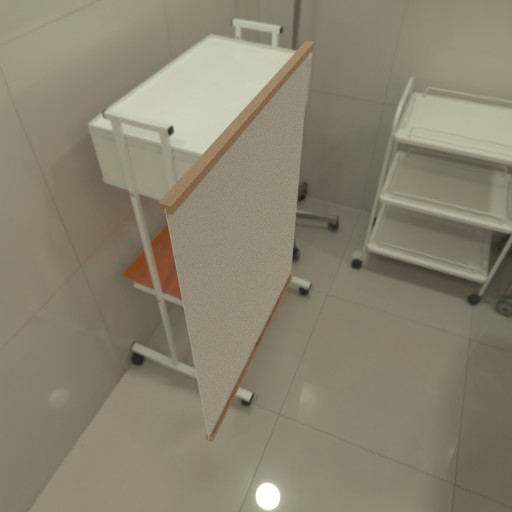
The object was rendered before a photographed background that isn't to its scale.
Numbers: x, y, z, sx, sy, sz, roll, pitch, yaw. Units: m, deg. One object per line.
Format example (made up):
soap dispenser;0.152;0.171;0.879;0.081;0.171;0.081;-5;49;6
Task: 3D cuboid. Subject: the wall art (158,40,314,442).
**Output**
wall art;0.000;0.000;0.693;0.012;0.508;0.405;17;48;16
